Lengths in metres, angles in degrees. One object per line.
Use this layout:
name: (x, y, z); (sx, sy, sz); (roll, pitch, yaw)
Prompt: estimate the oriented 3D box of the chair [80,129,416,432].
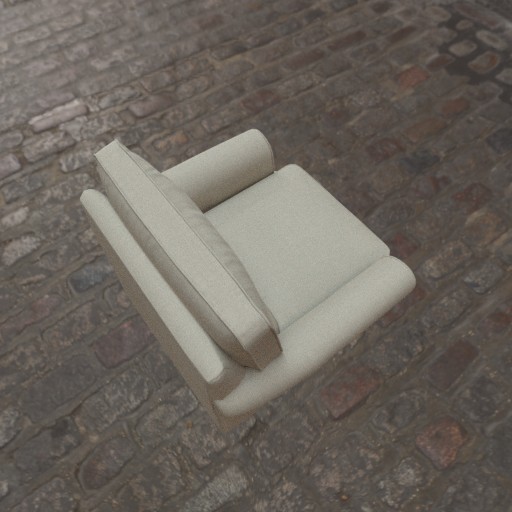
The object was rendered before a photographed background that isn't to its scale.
chair: (0.000, 0.000, 1.783); (0.966, 0.967, 1.029); (-33, 63, -19)
